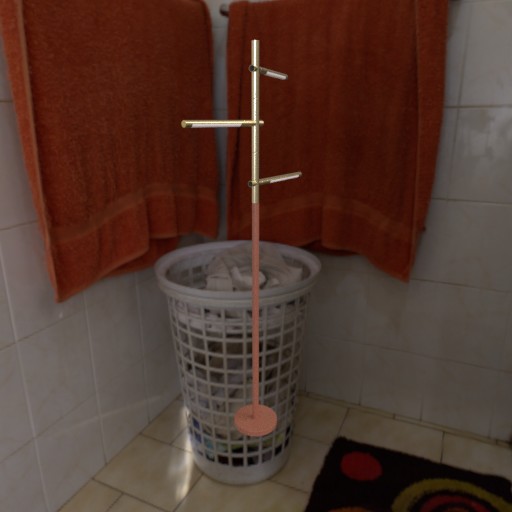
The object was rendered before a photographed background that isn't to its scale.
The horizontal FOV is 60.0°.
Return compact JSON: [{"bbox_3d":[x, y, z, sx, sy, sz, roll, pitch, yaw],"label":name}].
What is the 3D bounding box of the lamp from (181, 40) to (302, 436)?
[{"bbox_3d":[0.000,0.000,1.929,0.209,1.704,0.737,8,19,26],"label":"lamp"}]
